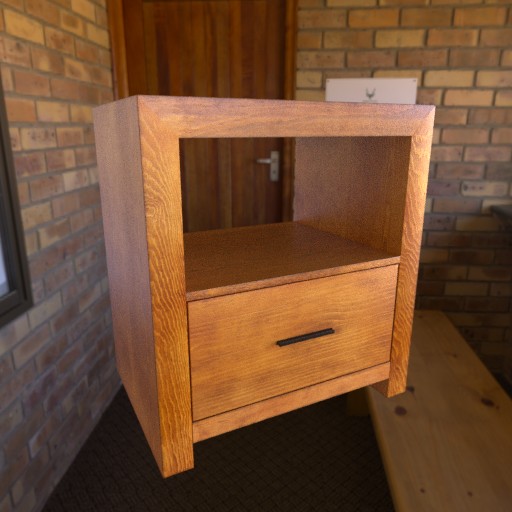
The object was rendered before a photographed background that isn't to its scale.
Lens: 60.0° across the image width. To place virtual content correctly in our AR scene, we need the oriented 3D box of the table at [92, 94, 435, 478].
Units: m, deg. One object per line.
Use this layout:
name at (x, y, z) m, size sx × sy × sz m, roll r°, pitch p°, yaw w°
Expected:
table at (0.000, 0.000, 0.944) m, size 0.550 × 0.605 × 0.400 m, roll -8°, pitch 18°, yaw -26°
